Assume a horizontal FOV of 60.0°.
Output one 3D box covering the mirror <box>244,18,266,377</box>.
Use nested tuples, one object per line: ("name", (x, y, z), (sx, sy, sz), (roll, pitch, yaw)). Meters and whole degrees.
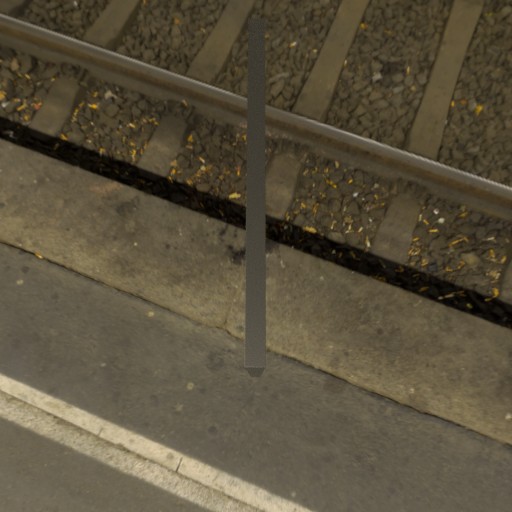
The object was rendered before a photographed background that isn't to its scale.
("mirror", (0.000, 0.000, 1.477), (0.038, 1.219, 0.762), (0, 74, 0))
